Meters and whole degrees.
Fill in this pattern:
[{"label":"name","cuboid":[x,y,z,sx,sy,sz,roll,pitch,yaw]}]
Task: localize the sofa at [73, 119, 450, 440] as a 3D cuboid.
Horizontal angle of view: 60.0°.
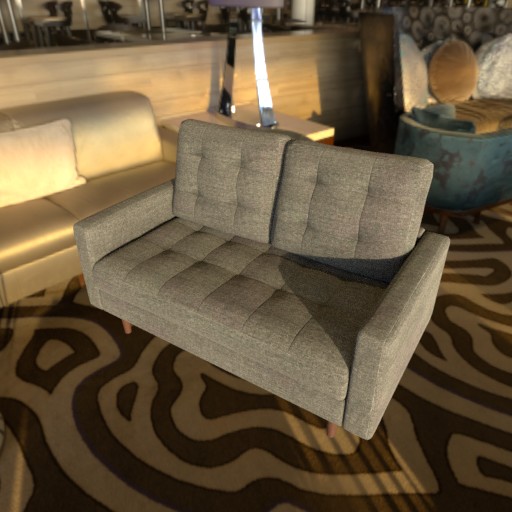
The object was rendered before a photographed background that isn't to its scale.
[{"label":"sofa","cuboid":[0.000,0.000,1.920,1.407,0.907,0.842,18,35,28]}]
